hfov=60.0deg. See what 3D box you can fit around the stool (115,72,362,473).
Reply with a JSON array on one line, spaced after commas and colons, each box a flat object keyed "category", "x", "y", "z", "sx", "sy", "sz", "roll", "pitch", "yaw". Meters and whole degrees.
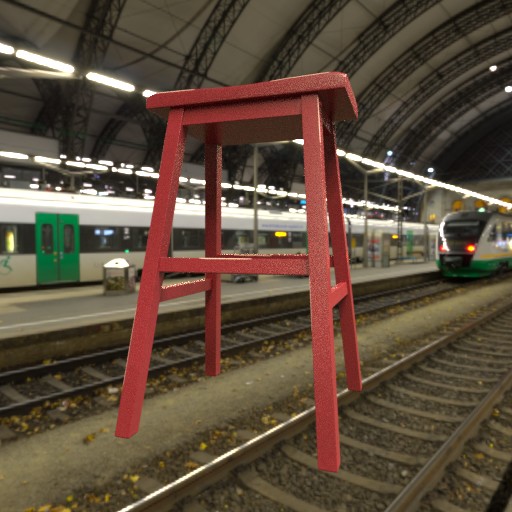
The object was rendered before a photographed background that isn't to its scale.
[{"category": "stool", "x": 0.000, "y": 0.000, "z": 1.056, "sx": 0.457, "sy": 0.737, "sz": 0.476, "roll": 1, "pitch": 2, "yaw": 18}]
